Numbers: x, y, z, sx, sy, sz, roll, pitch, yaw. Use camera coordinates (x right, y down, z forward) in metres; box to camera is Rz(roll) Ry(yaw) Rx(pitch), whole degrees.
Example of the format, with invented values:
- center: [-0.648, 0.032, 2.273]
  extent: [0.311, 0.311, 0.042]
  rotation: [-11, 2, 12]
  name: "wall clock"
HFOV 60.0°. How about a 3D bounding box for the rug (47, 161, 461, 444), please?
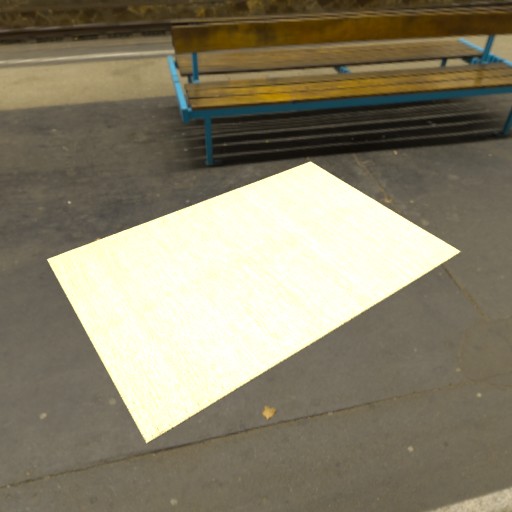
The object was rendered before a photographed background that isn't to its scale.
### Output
- center: [0.000, 0.000, 2.388]
  extent: [1.850, 0.015, 1.250]
  rotation: [-25, 46, -26]
  name: "rug"
